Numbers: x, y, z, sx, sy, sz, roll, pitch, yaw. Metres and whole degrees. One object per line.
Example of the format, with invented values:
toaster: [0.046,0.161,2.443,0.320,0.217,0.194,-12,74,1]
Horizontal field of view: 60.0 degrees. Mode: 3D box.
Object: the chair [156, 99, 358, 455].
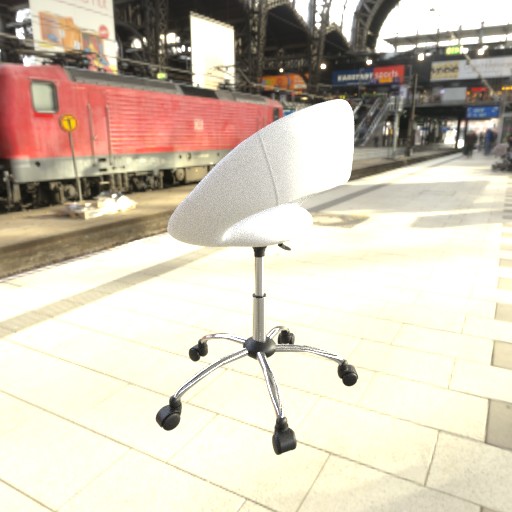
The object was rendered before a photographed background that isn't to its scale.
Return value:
chair: [0.000,0.000,1.208,0.538,0.791,0.612,8,17,26]
